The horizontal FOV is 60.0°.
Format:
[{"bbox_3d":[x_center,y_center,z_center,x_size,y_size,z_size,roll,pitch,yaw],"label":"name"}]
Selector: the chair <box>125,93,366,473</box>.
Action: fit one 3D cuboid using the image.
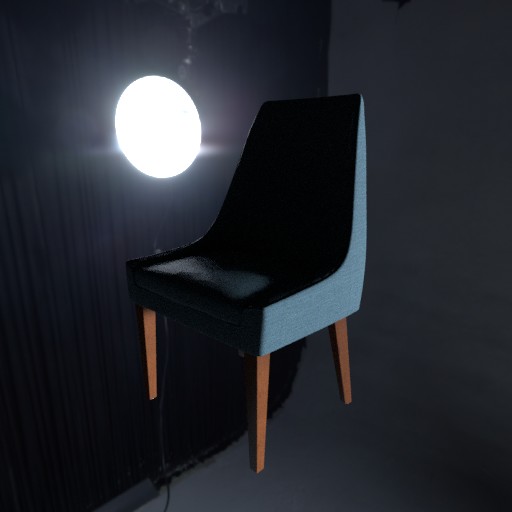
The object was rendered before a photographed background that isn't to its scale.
[{"bbox_3d":[0.000,0.000,1.227,0.529,0.861,0.544,13,19,42],"label":"chair"}]
